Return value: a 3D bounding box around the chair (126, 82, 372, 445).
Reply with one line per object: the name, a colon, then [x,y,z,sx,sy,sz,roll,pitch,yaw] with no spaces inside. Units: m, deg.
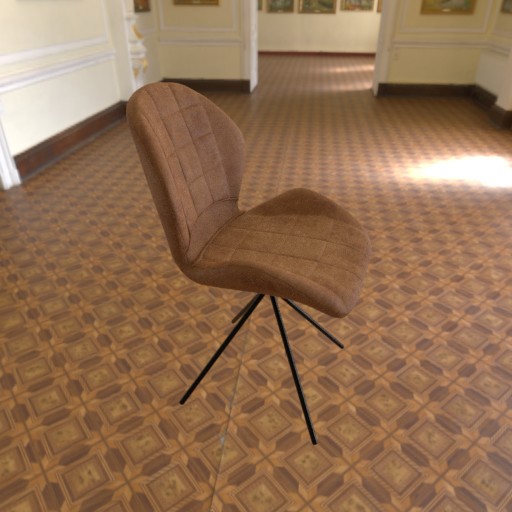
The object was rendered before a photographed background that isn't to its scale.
chair: [0.000,0.000,1.308,0.640,0.929,0.527,10,32,17]
